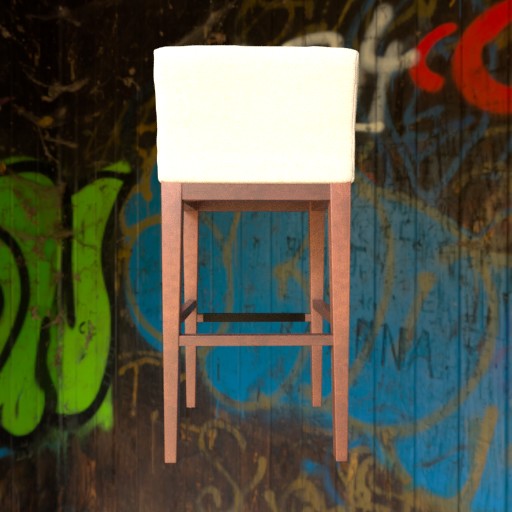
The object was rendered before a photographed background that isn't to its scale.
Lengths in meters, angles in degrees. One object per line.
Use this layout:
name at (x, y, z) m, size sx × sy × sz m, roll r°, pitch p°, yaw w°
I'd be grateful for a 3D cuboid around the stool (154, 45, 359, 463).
stool at (0.000, 0.000, 1.308) m, size 0.511 × 1.037 × 0.500 m, roll 0°, pitch 0°, yaw -1°
